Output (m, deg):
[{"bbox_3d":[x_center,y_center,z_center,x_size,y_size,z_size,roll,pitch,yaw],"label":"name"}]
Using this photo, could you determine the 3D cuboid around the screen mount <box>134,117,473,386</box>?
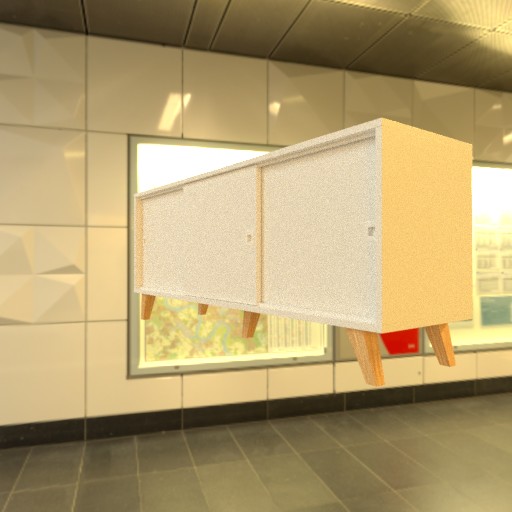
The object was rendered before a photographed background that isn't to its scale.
[{"bbox_3d":[0.000,0.000,1.716,0.400,0.619,1.490,0,0,-37],"label":"screen mount"}]
